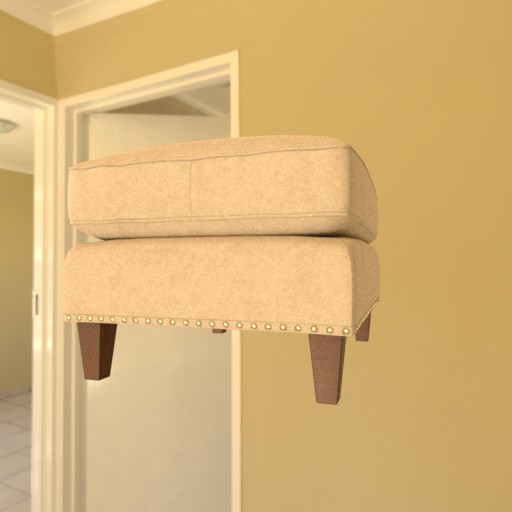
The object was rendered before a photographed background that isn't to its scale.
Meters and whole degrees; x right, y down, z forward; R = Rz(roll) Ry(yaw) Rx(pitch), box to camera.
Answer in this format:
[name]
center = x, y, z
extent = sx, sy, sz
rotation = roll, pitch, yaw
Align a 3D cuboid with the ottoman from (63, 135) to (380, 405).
[ottoman]
center = 0.000, 0.000, 1.145
extent = 0.584, 0.513, 0.741
rotation = 0, -1, 19
